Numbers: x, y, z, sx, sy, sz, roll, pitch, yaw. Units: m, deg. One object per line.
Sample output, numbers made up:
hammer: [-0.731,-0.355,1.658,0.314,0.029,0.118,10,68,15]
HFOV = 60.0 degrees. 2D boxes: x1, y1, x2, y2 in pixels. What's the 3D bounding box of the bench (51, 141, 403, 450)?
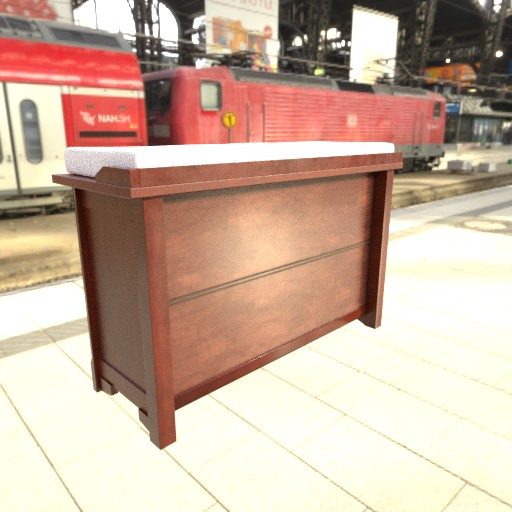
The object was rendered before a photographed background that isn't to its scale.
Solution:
bench: [0.000,0.000,1.320,0.987,0.646,0.369,-15,21,-42]
